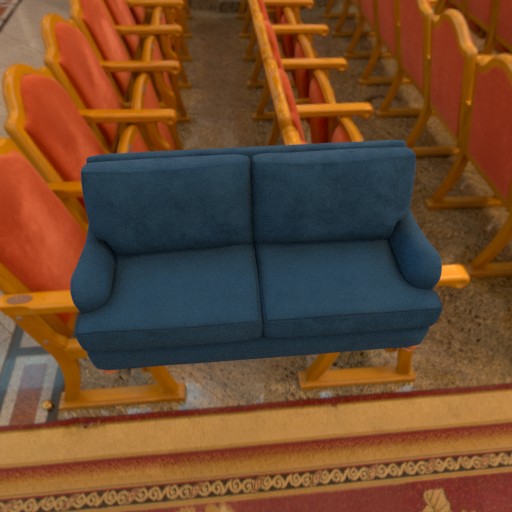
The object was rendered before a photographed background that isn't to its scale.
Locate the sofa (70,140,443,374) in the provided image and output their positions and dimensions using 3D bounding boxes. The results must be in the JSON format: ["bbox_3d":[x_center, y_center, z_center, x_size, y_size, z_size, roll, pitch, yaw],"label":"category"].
[{"bbox_3d":[0.000,0.000,2.829,2.141,1.101,1.084,-4,47,-3],"label":"sofa"}]
